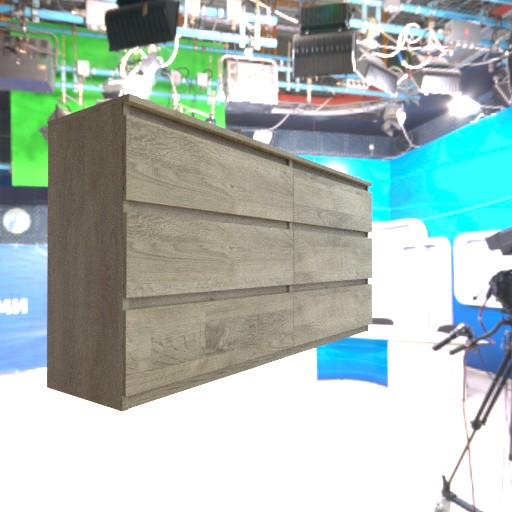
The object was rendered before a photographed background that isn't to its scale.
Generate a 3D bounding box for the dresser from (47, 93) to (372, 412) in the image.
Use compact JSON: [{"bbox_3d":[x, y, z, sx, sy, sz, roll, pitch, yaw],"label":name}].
[{"bbox_3d":[0.000,0.000,1.848,0.390,0.795,1.590,0,-1,36],"label":"dresser"}]
